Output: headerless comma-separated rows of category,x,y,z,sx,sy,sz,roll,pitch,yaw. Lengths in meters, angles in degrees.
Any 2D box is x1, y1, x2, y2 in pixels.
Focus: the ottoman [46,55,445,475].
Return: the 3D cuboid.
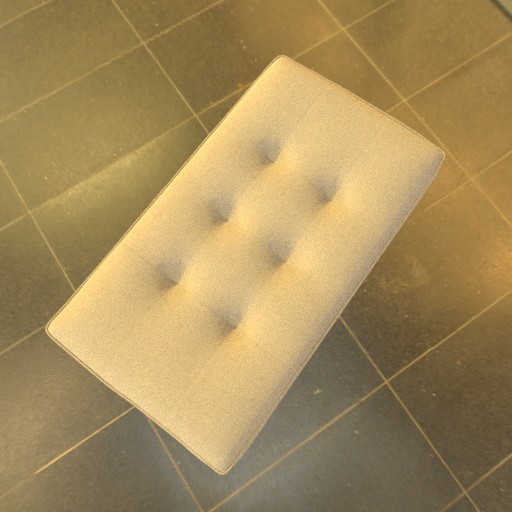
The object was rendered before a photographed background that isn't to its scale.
ottoman,0.000,0.000,1.477,0.648,0.508,1.143,36,78,9
